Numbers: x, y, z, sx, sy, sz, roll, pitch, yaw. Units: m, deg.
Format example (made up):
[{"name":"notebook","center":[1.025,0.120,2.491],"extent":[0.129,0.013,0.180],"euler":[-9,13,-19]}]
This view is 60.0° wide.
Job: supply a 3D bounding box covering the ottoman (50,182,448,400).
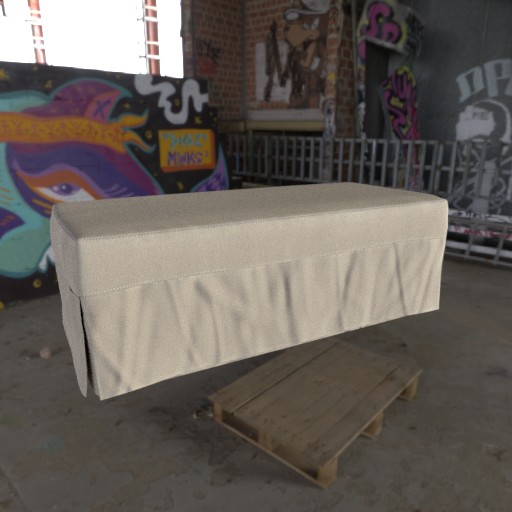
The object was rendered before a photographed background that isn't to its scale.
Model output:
[{"name":"ottoman","center":[0.000,0.000,1.691],"extent":[1.388,0.457,0.665],"euler":[-9,18,-27]}]
